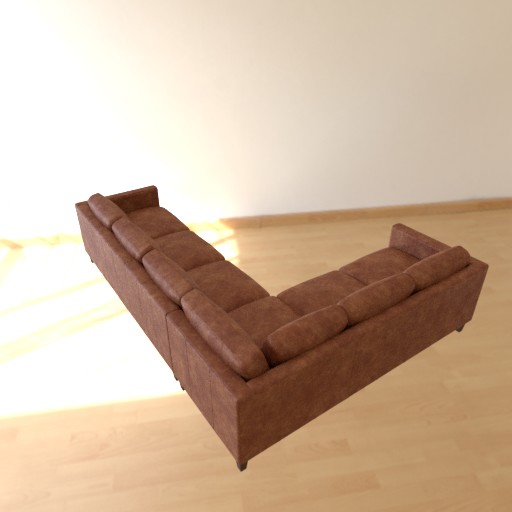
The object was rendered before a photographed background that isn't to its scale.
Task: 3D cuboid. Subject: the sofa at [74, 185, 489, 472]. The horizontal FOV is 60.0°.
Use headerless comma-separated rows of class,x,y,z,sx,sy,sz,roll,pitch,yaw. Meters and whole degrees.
sofa,0.000,0.000,4.243,2.438,0.838,3.150,-20,37,-29
